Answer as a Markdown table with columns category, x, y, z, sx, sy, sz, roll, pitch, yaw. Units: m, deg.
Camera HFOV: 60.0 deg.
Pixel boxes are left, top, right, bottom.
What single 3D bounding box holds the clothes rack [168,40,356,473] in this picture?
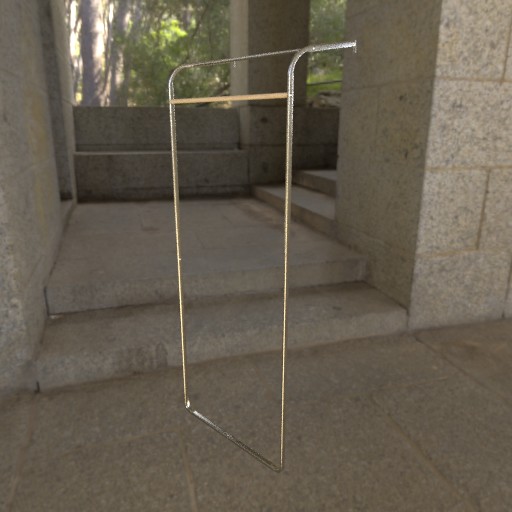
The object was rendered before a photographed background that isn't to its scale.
| category | x | y | z | sx | sy | sz | roll | pitch | yaw |
| --- | --- | --- | --- | --- | --- | --- | --- | --- | --- |
| clothes rack | 0.000 | 0.000 | 1.803 | 0.609 | 1.574 | 0.349 | 15 | 22 | 41 |
